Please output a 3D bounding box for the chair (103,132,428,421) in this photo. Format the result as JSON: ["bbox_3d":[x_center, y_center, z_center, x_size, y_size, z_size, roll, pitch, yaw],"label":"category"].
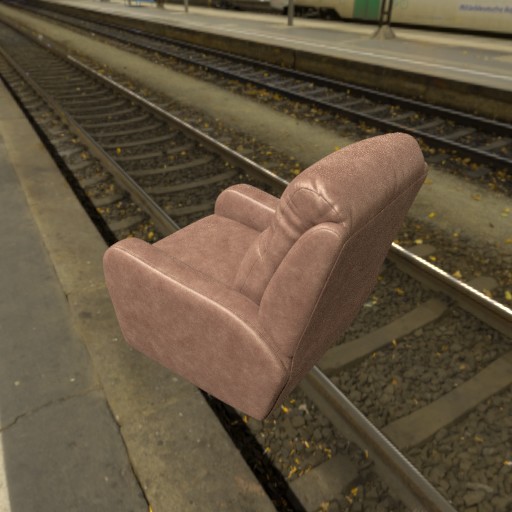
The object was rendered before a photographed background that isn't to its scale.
[{"bbox_3d":[0.000,0.000,1.846,1.067,1.067,0.865,22,38,31],"label":"chair"}]
